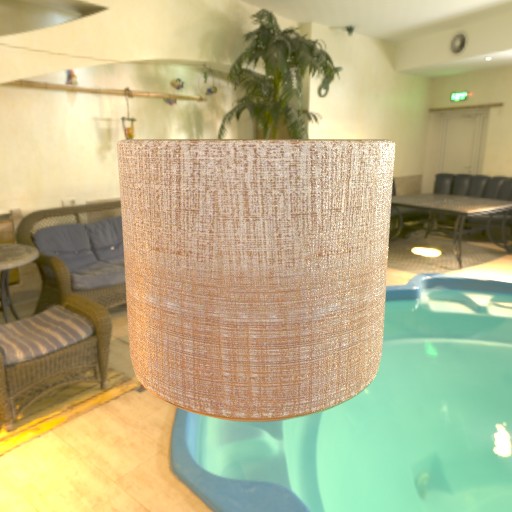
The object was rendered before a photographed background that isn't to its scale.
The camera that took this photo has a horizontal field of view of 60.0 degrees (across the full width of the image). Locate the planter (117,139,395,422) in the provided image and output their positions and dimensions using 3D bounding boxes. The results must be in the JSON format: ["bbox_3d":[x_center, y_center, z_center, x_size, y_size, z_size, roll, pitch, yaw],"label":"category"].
[{"bbox_3d":[0.000,0.000,0.189,0.109,0.096,0.109,0,15,0],"label":"planter"}]
